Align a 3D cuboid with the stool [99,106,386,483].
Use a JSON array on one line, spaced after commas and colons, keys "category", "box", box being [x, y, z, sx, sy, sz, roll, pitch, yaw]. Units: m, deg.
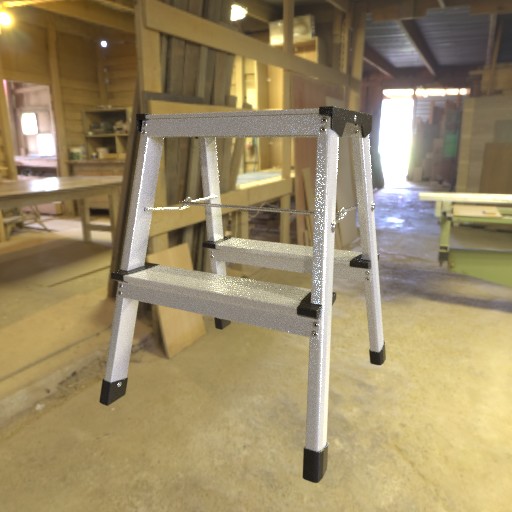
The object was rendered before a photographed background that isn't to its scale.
[{"category": "stool", "box": [0.000, 0.000, 0.785, 0.404, 0.480, 0.405, 8, 16, 27]}]
